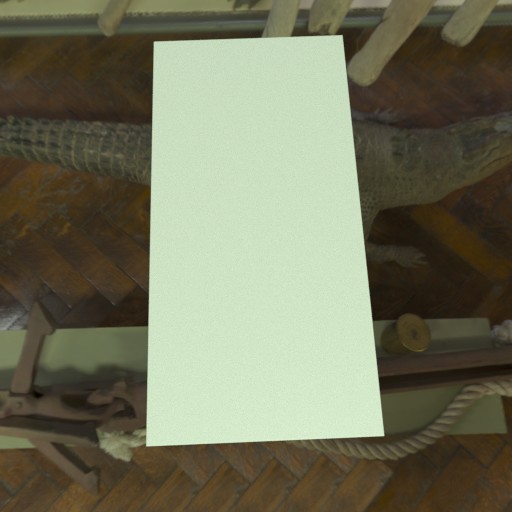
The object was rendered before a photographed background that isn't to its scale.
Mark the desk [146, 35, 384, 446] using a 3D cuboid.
[{"bbox_3d":[0.000,0.000,1.415,0.497,0.762,0.990,-2,76,-1],"label":"desk"}]
